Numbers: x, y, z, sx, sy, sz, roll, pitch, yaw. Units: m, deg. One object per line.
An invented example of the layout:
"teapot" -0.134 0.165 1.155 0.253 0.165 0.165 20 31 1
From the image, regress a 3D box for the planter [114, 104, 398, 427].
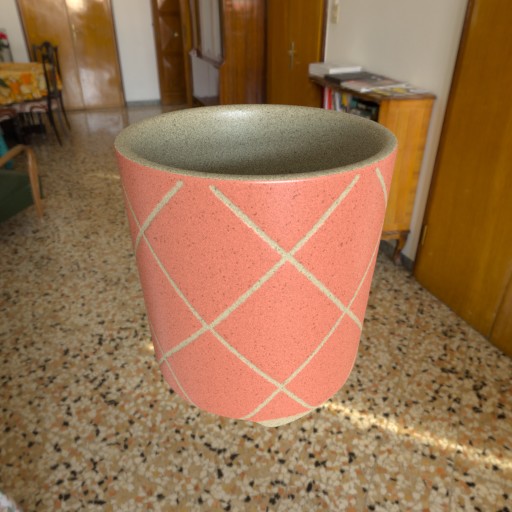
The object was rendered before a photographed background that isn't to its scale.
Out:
"planter" 0.000 0.000 0.357 0.191 0.200 0.191 0 30 0
